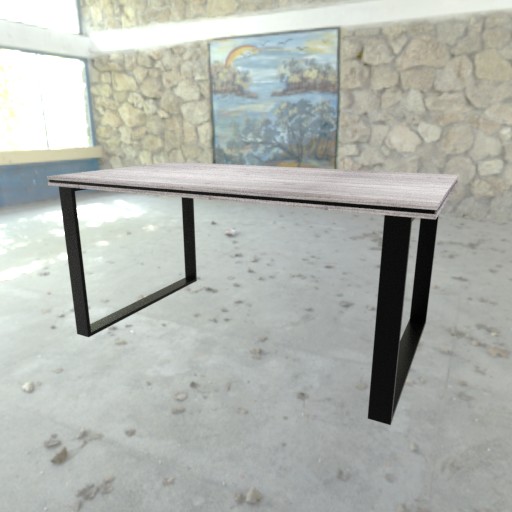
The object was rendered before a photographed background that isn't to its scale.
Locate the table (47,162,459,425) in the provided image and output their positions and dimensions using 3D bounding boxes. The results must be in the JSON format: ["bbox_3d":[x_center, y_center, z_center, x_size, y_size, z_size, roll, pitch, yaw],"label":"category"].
[{"bbox_3d":[0.000,0.000,2.048,1.579,0.736,0.881,8,18,26],"label":"table"}]
